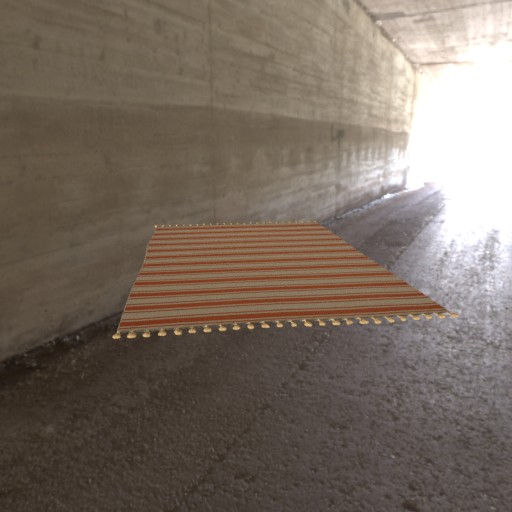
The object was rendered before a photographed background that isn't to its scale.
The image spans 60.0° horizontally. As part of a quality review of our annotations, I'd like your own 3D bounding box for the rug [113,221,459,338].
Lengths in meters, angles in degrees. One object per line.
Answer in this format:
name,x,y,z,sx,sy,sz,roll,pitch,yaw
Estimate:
rug,0.000,0.000,3.099,1.556,0.022,2.433,-2,15,-8
